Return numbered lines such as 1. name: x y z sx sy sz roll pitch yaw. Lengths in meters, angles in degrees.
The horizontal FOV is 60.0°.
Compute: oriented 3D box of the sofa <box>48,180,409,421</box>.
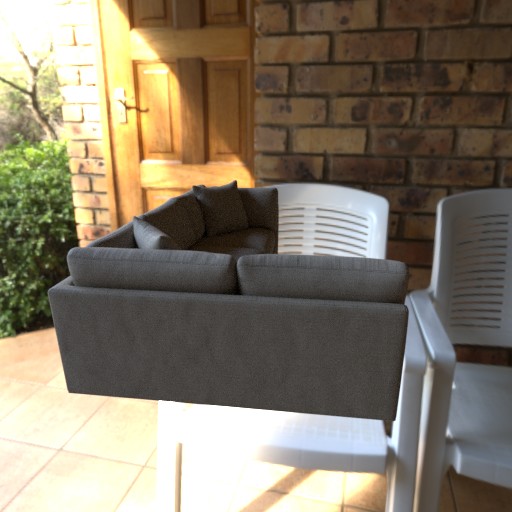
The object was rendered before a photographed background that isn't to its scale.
1. sofa: 0.000 0.000 3.792 1.994 0.978 2.896 2 17 8
